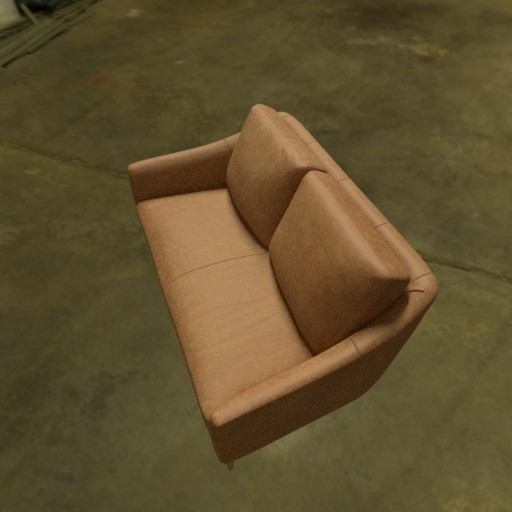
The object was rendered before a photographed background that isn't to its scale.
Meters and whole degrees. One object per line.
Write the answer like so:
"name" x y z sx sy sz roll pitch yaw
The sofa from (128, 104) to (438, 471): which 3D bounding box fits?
"sofa" 0.000 0.000 2.191 0.960 0.902 1.619 -16 49 -15
